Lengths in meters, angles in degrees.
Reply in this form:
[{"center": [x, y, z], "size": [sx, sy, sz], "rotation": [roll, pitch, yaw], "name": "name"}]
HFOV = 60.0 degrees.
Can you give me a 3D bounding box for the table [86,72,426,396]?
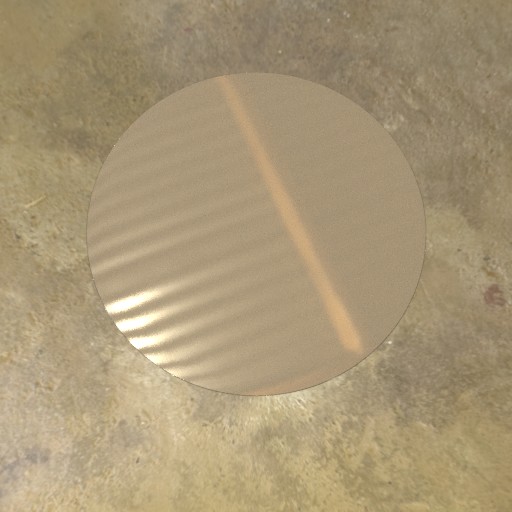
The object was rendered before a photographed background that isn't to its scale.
[{"center": [0.000, 0.000, 0.866], "size": [0.499, 0.443, 0.499], "rotation": [0, 76, 0], "name": "table"}]
